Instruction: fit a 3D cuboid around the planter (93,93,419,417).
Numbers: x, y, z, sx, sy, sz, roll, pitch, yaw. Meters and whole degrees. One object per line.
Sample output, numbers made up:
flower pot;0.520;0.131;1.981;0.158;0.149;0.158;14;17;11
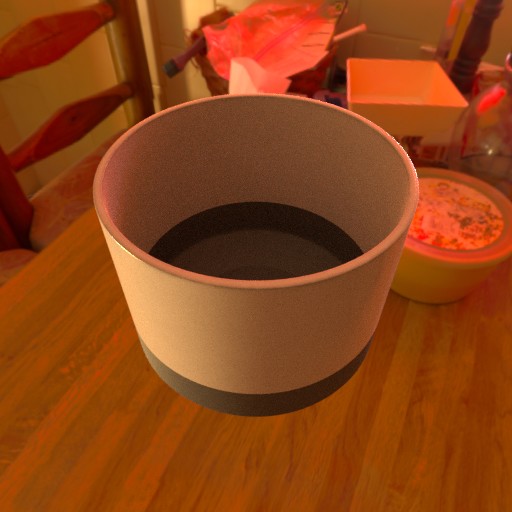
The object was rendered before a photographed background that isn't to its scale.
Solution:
planter;0.000;0.000;0.217;0.128;0.105;0.128;0;46;0
